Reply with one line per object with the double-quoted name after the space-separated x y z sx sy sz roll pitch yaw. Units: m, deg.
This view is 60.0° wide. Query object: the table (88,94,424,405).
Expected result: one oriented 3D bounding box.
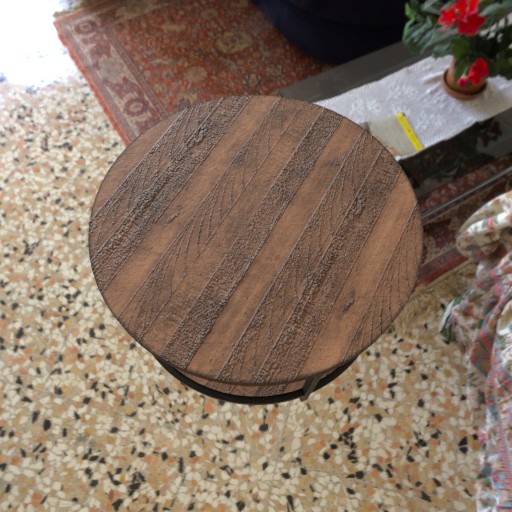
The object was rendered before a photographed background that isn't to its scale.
0.000 0.000 1.327 0.837 0.462 0.837 0 63 0 "table"
